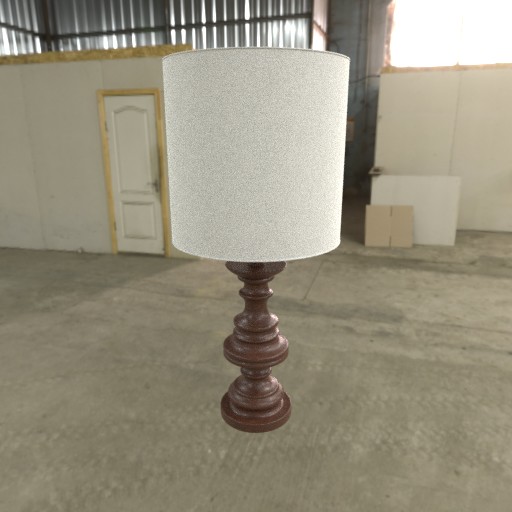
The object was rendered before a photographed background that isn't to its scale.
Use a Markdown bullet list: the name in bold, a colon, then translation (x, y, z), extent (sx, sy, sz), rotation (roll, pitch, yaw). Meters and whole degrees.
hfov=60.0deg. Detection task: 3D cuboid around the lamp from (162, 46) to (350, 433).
- **lamp**: translation (0.000, 0.000, 0.565), extent (0.208, 0.455, 0.208), rotation (15, 22, 42)
